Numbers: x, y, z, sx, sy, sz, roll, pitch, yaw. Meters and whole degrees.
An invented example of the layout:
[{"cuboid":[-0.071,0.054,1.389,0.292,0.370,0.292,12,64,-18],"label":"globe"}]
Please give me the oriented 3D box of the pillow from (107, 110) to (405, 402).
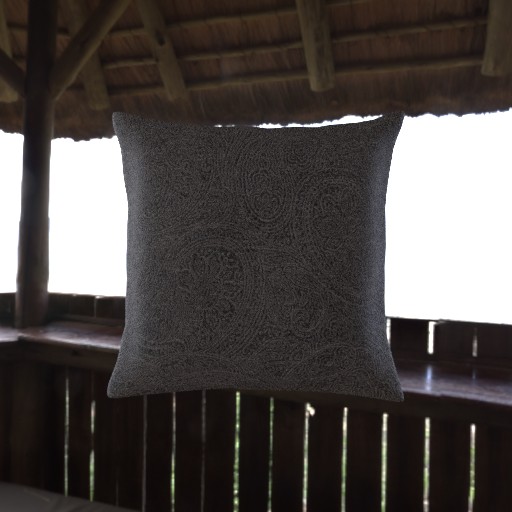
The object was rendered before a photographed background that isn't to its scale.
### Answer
[{"cuboid":[0.000,0.000,0.781,0.523,0.510,0.166,0,1,1],"label":"pillow"}]
